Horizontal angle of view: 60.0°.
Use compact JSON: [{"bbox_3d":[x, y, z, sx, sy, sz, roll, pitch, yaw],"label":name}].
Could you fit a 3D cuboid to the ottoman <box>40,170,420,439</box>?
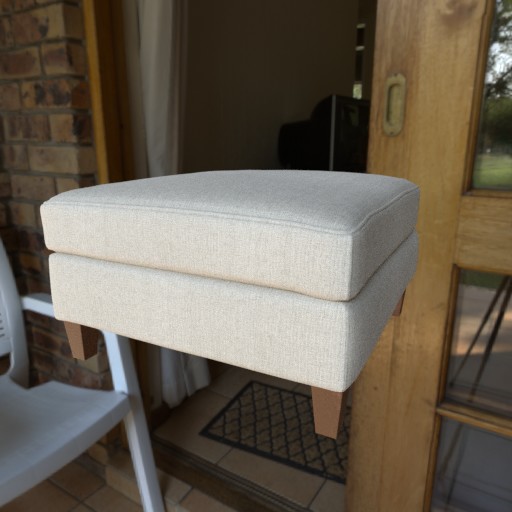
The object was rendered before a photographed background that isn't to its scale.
[{"bbox_3d":[0.000,0.000,1.337,0.838,0.503,0.838,8,17,26],"label":"ottoman"}]
